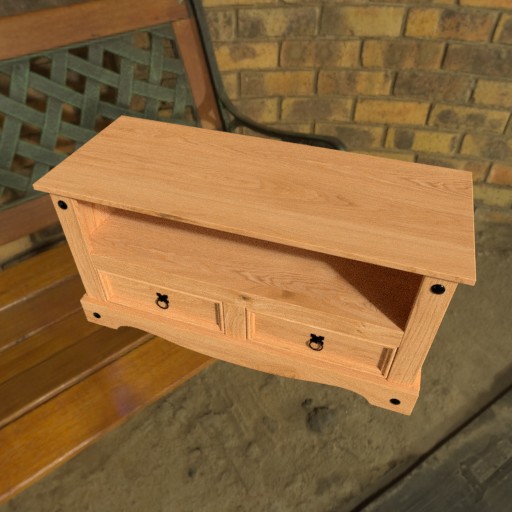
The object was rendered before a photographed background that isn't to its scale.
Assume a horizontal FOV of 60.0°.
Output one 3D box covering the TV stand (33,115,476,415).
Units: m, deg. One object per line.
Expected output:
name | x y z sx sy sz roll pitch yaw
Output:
TV stand | 0.000 0.000 1.352 1.080 0.550 0.440 13 44 14
